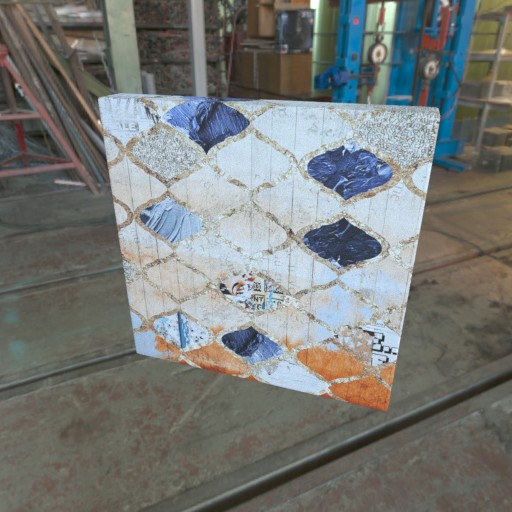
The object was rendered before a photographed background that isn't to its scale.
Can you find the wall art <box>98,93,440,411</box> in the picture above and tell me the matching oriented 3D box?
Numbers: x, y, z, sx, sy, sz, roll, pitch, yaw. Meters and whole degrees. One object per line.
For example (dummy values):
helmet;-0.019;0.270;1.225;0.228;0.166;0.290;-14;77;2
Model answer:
wall art;0.000;0.000;0.457;0.303;0.304;0.036;8;28;16
